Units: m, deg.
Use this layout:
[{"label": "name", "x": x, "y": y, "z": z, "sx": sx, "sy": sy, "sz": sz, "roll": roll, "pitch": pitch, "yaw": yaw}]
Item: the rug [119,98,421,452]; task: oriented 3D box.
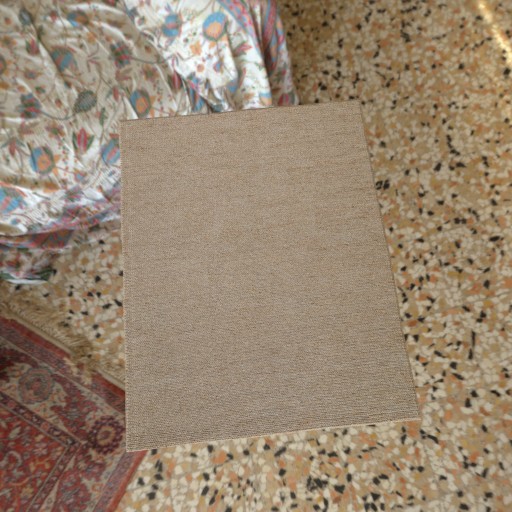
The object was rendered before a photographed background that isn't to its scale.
[{"label": "rug", "x": 0.000, "y": 0.000, "z": 3.996, "sx": 2.406, "sy": 0.012, "sz": 3.034, "roll": -6, "pitch": 75, "yaw": -2}]
